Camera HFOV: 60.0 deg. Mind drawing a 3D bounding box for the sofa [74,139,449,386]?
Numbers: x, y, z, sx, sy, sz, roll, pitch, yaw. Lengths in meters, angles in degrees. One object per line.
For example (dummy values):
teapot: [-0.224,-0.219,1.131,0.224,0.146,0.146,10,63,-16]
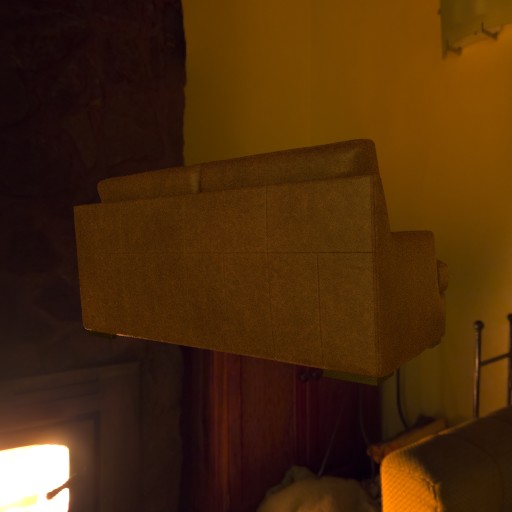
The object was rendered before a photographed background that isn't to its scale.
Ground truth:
sofa: [0.000,0.000,2.499,1.880,0.939,1.143,0,0,35]
